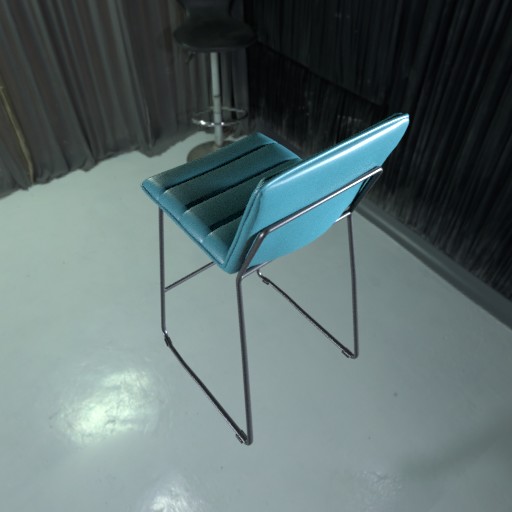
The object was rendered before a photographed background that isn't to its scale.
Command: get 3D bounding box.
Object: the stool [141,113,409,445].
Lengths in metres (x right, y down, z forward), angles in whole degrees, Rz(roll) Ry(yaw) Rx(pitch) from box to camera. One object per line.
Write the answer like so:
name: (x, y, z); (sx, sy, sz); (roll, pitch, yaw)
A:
stool: (0.000, 0.000, 1.232); (0.489, 0.936, 0.524); (-30, 53, -26)
